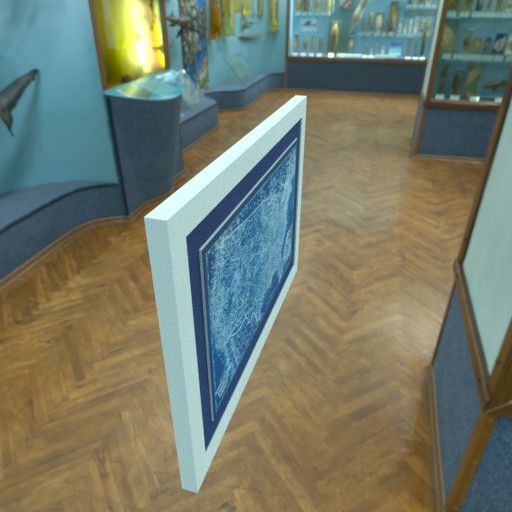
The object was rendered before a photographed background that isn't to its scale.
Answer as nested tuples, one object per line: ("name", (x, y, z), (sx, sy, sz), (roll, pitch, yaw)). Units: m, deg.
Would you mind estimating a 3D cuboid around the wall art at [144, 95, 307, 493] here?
("wall art", (0.000, 0.000, 1.638), (0.051, 0.902, 1.308), (9, 32, 15))
